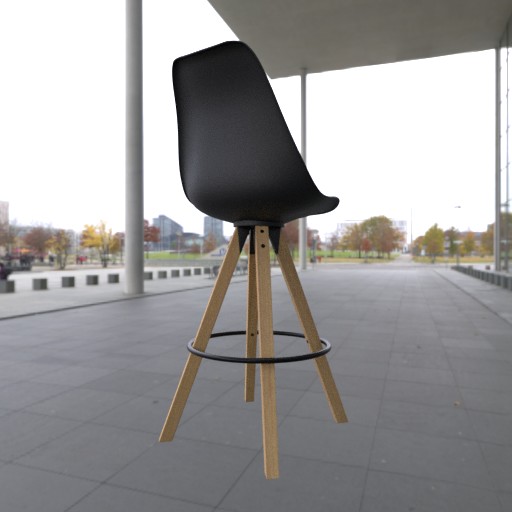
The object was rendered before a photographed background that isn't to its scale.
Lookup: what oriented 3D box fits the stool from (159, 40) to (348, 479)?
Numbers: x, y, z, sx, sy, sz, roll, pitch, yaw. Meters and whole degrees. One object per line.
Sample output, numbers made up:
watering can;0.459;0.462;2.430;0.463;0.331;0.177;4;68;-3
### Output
stool;0.000;0.000;1.405;0.485;1.115;0.550;0;0;34
